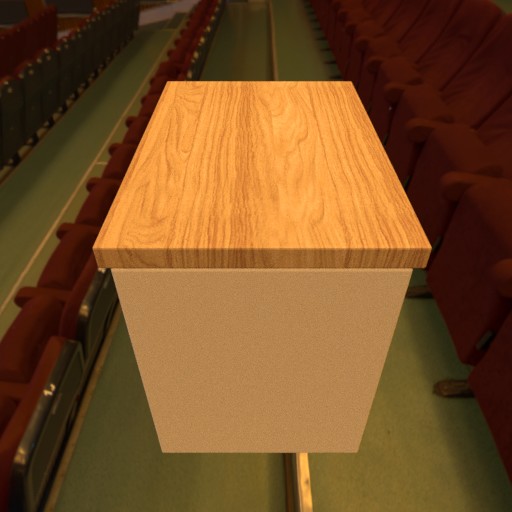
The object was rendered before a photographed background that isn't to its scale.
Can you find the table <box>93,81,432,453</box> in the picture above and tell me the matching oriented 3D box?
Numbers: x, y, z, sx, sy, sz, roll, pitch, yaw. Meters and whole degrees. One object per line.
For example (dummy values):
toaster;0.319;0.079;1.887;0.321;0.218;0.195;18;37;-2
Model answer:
table;0.000;0.000;0.783;0.360;0.440;0.500;0;40;0
